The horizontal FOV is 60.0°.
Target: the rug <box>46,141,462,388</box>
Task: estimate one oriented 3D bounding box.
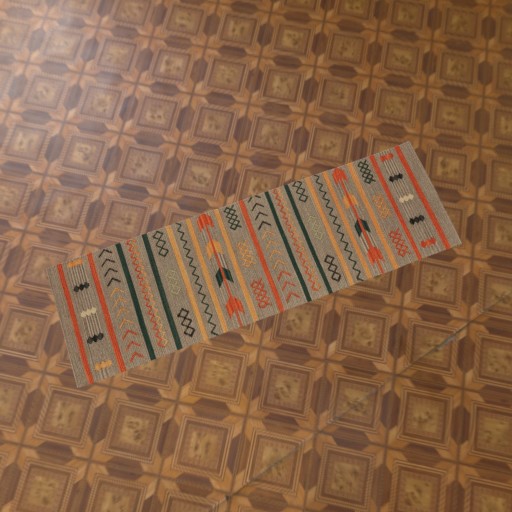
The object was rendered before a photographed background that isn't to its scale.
[{"bbox_3d":[0.000,0.000,2.681,2.419,0.022,0.744,-20,76,-5],"label":"rug"}]
